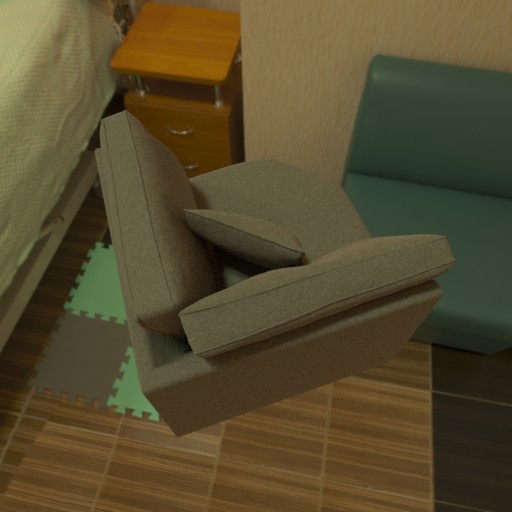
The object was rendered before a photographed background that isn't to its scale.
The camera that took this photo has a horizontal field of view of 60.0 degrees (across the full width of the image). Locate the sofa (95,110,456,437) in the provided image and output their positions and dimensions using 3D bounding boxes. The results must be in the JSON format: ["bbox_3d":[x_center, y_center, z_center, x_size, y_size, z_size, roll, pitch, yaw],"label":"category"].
[{"bbox_3d":[0.000,0.000,1.883,1.050,0.951,1.042,-16,59,-10],"label":"sofa"}]
